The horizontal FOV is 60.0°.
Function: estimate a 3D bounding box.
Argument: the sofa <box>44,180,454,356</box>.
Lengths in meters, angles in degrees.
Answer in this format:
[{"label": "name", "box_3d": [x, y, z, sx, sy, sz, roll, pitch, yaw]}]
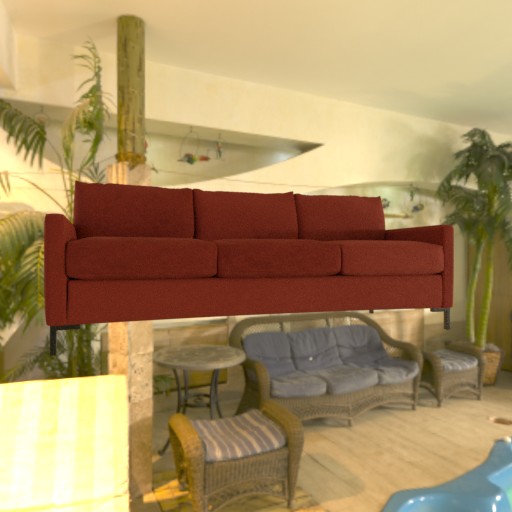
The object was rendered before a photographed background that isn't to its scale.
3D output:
[{"label": "sofa", "box_3d": [0.000, 0.000, 2.669, 2.252, 0.879, 0.875, 0, 0, -19]}]
